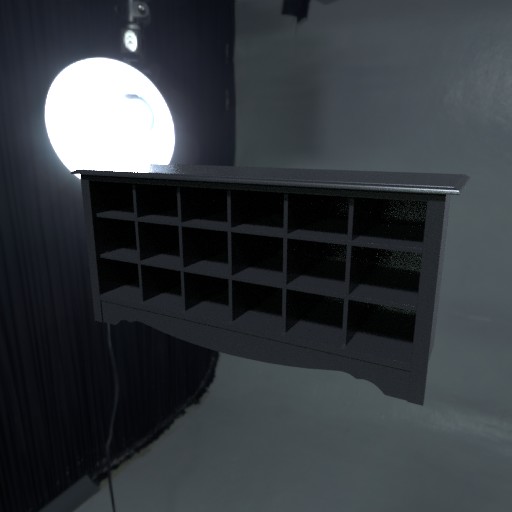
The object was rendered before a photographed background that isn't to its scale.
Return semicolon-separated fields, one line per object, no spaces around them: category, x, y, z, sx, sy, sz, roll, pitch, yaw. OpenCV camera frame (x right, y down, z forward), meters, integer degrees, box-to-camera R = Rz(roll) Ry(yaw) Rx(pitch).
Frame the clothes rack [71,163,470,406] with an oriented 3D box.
clothes rack;0.000;0.000;1.481;1.219;0.556;0.406;8;17;27
